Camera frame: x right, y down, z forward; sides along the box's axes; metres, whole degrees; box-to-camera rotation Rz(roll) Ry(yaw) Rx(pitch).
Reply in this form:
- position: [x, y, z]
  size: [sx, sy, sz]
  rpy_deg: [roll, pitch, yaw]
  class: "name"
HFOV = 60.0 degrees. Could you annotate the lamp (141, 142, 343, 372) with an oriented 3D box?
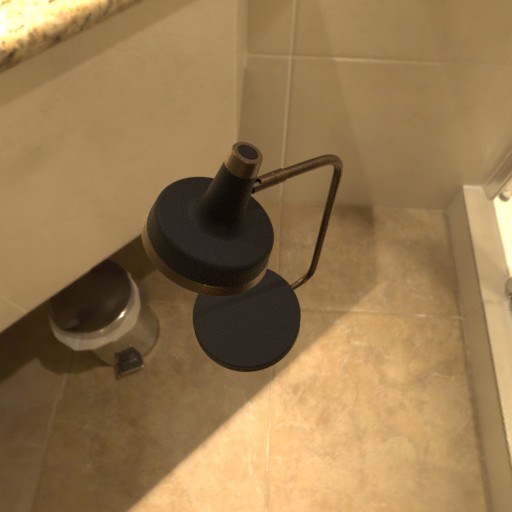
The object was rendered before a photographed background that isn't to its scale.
- position: [0.000, 0.000, 0.505]
  size: [0.218, 0.385, 0.162]
  rpy_deg: [-31, 67, -14]
  class: "lamp"
